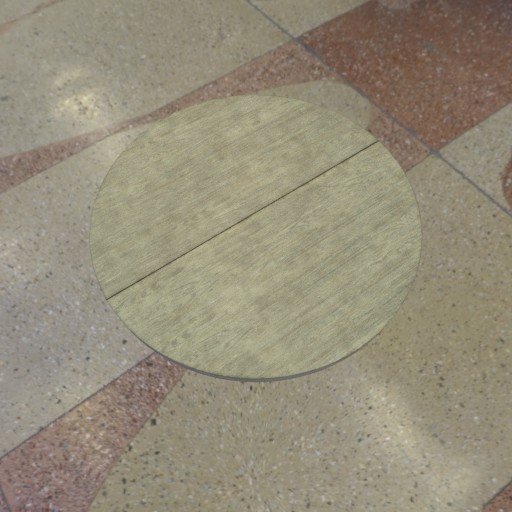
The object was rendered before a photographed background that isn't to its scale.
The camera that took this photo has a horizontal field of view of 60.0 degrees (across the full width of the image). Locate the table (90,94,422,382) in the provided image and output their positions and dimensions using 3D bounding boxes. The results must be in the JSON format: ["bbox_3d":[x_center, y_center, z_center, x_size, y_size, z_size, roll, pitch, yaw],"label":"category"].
[{"bbox_3d":[0.000,0.000,2.182,1.363,0.781,1.363,0,62,0],"label":"table"}]
